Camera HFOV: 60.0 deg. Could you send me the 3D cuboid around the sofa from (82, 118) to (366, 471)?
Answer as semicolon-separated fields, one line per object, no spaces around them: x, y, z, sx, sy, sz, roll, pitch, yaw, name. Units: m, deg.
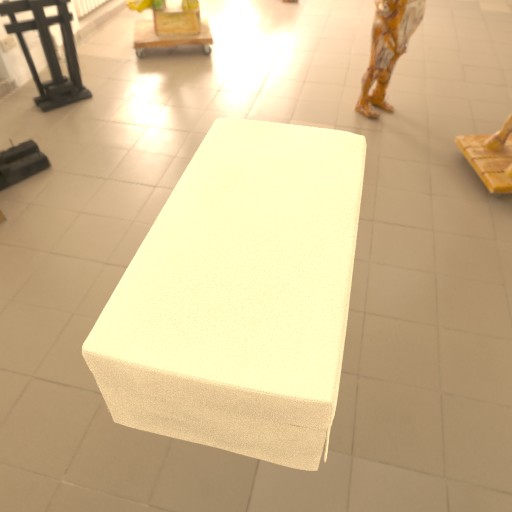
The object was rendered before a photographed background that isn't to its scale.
0.000;0.000;2.154;0.939;0.552;1.677;10;47;9;sofa
